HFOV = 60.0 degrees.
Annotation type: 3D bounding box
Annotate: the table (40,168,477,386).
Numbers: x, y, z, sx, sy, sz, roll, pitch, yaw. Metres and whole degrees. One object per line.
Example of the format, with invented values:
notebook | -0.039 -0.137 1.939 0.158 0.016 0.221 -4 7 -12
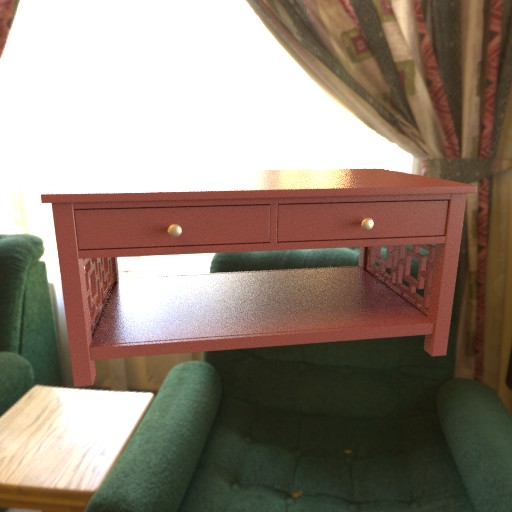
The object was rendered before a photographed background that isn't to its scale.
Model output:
table | 0.000 0.000 1.413 1.068 0.493 0.612 -3 16 -9
